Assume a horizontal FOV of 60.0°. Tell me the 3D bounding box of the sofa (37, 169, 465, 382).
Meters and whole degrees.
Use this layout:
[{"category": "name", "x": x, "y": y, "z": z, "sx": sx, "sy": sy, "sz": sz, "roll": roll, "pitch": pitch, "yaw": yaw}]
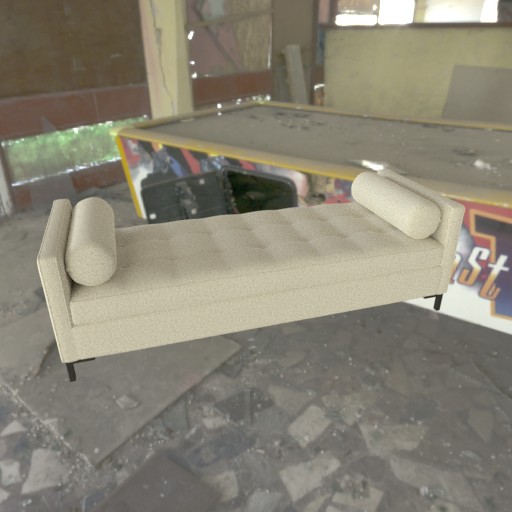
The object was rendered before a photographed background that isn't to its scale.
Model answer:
[{"category": "sofa", "x": 0.000, "y": 0.000, "z": 2.384, "sx": 1.985, "sy": 0.641, "sz": 0.746, "roll": -8, "pitch": 28, "yaw": -15}]
